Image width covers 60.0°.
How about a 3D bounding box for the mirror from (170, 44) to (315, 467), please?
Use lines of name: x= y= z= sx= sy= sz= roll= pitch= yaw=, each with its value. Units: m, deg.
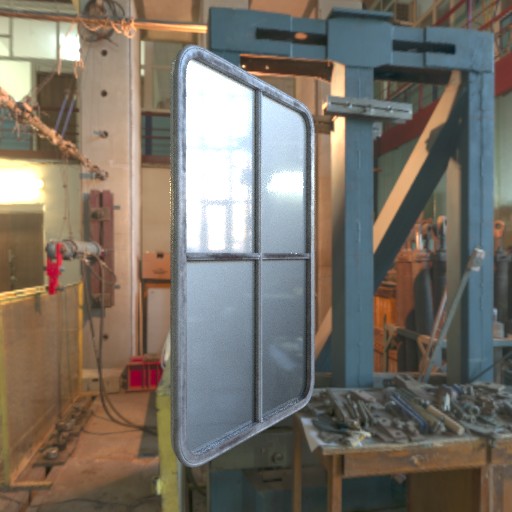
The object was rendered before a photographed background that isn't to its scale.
mirror: x=0.000 y=0.000 z=0.897 sx=0.024 sy=0.713 sz=0.461 roll=0 pitch=0 yaw=36
